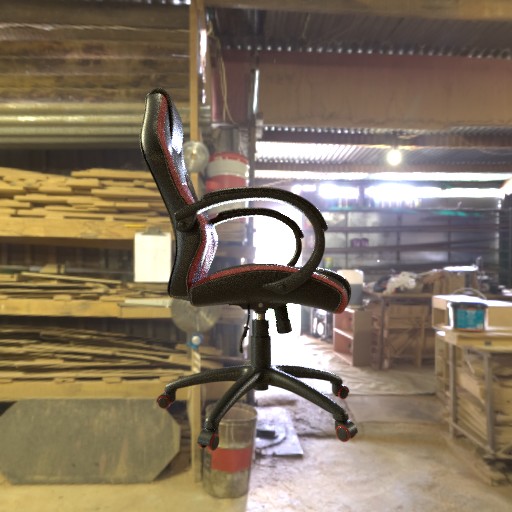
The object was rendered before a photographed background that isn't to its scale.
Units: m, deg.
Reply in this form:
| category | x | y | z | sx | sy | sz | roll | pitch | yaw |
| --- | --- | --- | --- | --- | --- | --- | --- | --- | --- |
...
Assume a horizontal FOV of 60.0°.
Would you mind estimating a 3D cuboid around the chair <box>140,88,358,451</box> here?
| category | x | y | z | sx | sy | sz | roll | pitch | yaw |
| --- | --- | --- | --- | --- | --- | --- | --- | --- | --- |
| chair | 0.000 | 0.000 | 1.704 | 0.783 | 1.189 | 0.750 | 0 | 0 | -1 |
